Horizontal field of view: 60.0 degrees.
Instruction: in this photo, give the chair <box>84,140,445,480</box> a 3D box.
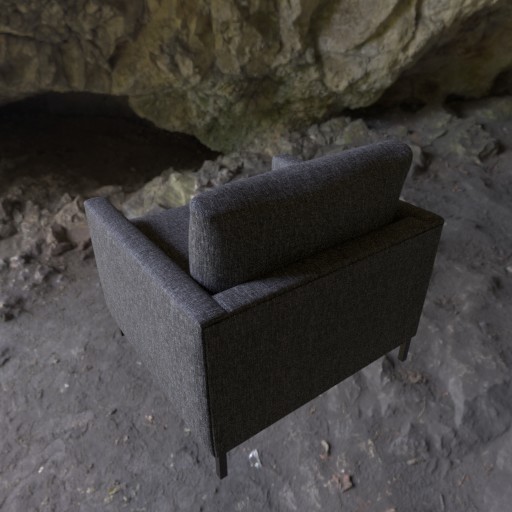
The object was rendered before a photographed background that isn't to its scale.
[{"bbox_3d":[0.000,0.000,1.622,0.963,0.861,0.866,-20,36,-30],"label":"chair"}]
